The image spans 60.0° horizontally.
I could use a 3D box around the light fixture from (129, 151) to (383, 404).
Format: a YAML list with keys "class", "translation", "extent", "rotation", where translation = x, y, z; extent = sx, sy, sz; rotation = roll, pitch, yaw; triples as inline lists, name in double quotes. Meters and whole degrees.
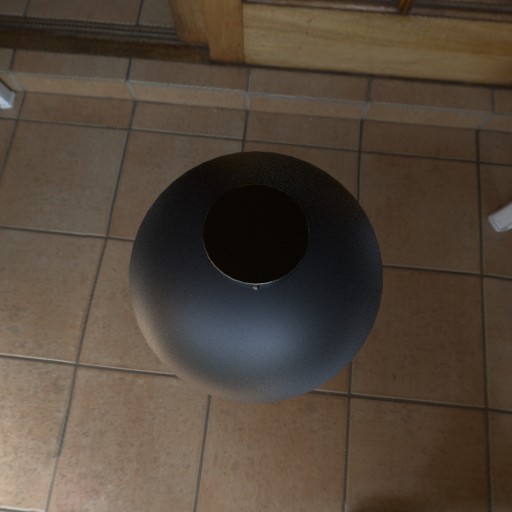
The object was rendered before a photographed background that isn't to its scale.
- class: "light fixture"
  translation: [0.000, 0.000, 0.550]
  extent: [0.355, 0.177, 0.355]
  rotation: [0, 74, 0]
